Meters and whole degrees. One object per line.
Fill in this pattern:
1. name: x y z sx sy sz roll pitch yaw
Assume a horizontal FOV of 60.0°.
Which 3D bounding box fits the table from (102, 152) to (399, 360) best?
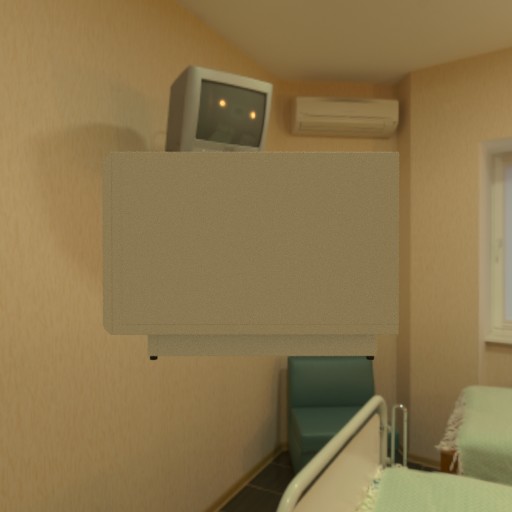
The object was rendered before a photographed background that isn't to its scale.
1. table: 0.000 0.000 1.466 0.639 0.442 1.097 0 1 0
